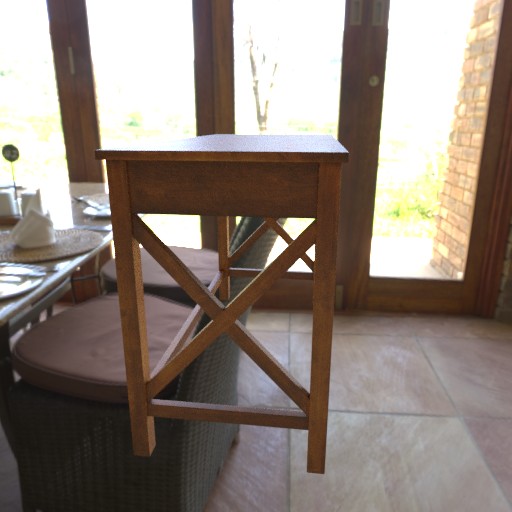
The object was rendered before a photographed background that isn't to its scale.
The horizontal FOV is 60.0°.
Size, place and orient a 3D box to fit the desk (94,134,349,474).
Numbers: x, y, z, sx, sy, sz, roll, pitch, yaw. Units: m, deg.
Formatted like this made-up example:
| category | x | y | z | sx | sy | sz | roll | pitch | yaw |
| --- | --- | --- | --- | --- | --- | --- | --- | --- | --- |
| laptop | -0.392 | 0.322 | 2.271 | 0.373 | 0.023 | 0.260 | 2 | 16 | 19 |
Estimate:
| category | x | y | z | sx | sy | sz | roll | pitch | yaw |
| --- | --- | --- | --- | --- | --- | --- | --- | --- | --- |
| desk | 0.000 | 0.000 | 1.500 | 0.508 | 0.762 | 1.117 | 2 | 17 | 7 |
